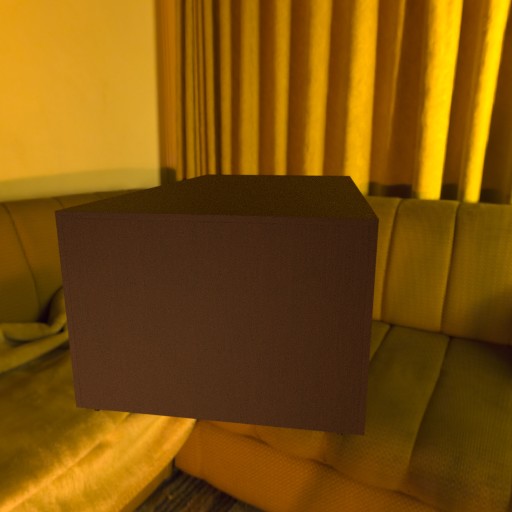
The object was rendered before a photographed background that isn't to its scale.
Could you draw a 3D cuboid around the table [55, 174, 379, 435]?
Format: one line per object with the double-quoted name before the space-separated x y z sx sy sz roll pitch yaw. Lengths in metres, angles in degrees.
"table" 0.000 0.000 1.372 0.597 0.424 1.099 2 14 9
